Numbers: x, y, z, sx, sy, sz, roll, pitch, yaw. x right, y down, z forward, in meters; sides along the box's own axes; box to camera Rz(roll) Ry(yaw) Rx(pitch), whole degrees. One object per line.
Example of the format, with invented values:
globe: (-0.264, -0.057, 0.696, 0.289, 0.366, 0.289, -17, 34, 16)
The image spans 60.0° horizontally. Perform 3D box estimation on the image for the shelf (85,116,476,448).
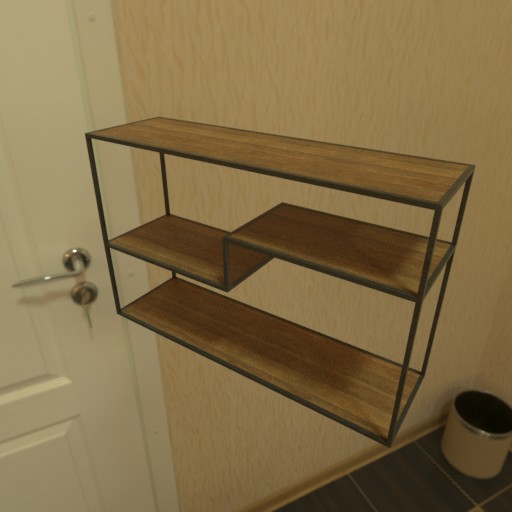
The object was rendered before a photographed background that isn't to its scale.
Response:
shelf: (0.000, 0.000, 1.552, 1.201, 0.765, 0.361, 18, 33, 30)
